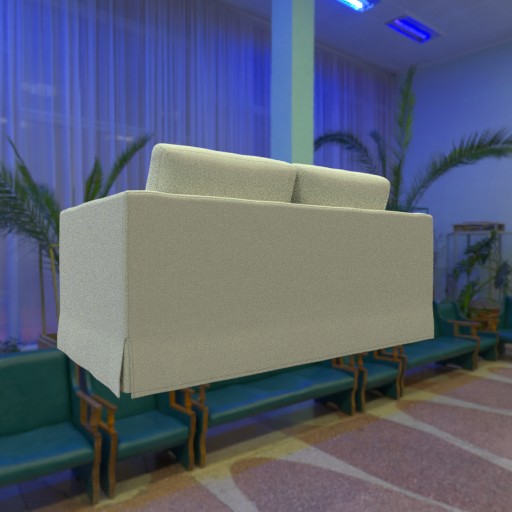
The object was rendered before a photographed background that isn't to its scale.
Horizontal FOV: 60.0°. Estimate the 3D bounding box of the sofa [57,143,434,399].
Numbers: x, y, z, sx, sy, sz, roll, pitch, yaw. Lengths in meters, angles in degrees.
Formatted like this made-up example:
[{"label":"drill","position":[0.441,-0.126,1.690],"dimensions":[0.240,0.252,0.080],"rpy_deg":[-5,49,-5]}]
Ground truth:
[{"label":"sofa","position":[0.000,0.000,2.393],"dimensions":[1.813,0.932,1.009],"rpy_deg":[-1,1,-36]}]
